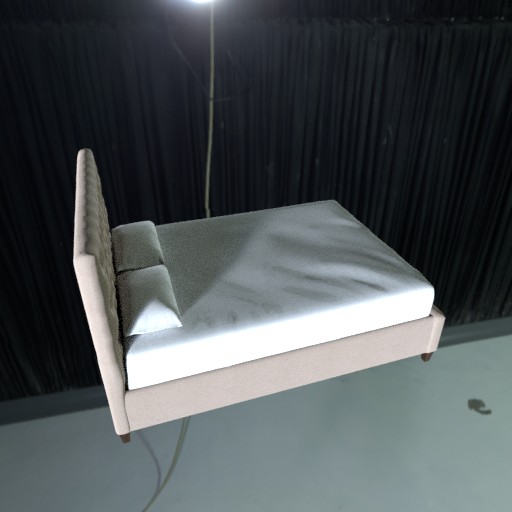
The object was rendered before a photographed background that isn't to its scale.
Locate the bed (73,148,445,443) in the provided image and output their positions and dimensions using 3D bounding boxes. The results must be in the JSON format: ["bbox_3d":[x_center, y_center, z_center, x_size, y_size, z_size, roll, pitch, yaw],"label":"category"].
[{"bbox_3d":[0.000,0.000,3.443,2.387,1.427,1.698,-10,33,-15],"label":"bed"}]
